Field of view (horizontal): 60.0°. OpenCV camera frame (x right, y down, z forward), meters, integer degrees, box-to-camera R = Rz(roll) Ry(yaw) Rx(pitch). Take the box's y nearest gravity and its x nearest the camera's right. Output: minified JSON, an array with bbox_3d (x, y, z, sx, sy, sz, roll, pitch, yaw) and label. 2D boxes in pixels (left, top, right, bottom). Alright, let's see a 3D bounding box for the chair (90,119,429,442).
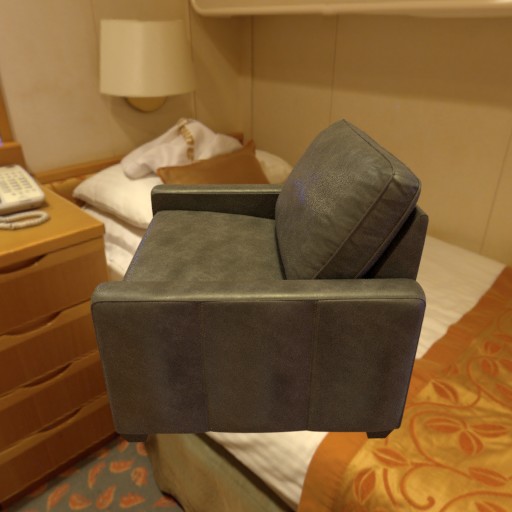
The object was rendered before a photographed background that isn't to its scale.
[{"bbox_3d":[0.000,0.000,1.689,0.939,0.916,1.006,0,28,-1],"label":"chair"}]
